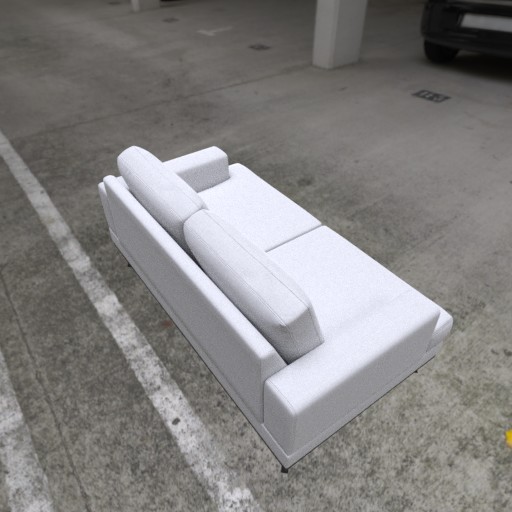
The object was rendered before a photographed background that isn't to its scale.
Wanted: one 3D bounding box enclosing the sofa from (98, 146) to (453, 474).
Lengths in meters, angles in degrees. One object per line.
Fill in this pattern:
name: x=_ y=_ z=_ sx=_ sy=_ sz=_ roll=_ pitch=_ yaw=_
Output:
sofa: x=0.000 y=0.000 z=2.166 sx=0.920 sy=0.810 sz=1.650 roll=-25 pitch=47 yaw=-26
